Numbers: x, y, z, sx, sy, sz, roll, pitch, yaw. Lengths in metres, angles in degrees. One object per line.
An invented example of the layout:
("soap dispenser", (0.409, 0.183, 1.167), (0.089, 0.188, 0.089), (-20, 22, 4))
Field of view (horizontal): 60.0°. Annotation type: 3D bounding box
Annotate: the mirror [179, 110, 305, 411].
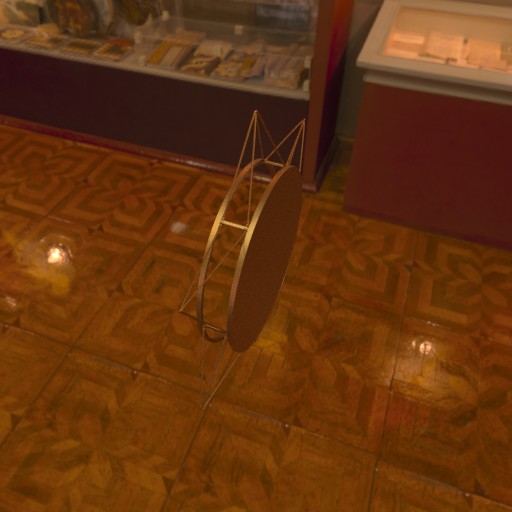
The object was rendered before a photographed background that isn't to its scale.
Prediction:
("mirror", (0.000, 0.000, 0.814), (0.062, 0.581, 0.498), (17, 49, 15))
